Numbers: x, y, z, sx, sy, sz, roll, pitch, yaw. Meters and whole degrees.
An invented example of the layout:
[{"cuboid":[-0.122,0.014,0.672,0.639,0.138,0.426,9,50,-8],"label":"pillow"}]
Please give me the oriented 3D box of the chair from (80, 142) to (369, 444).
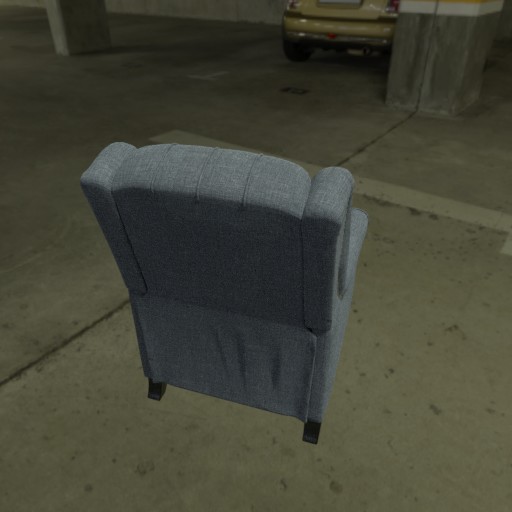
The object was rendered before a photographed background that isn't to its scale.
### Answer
[{"cuboid":[0.000,0.000,1.628,0.742,1.035,0.898,10,34,15],"label":"chair"}]
